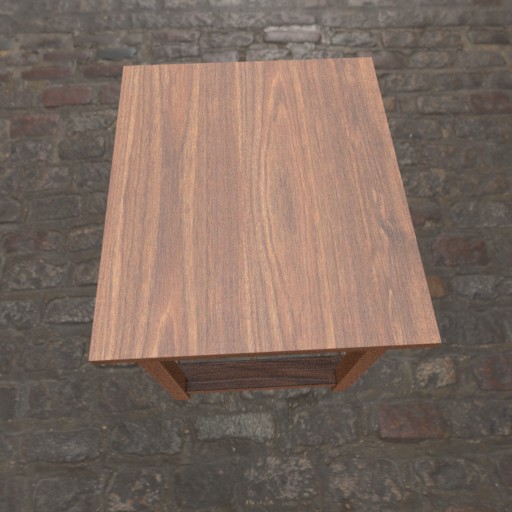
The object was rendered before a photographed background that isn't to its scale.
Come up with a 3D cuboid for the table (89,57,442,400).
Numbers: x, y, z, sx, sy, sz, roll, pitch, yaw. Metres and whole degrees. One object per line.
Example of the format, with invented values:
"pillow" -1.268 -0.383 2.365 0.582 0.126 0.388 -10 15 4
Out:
"table" 0.000 0.000 1.132 0.559 0.635 0.660 -3 63 -1
